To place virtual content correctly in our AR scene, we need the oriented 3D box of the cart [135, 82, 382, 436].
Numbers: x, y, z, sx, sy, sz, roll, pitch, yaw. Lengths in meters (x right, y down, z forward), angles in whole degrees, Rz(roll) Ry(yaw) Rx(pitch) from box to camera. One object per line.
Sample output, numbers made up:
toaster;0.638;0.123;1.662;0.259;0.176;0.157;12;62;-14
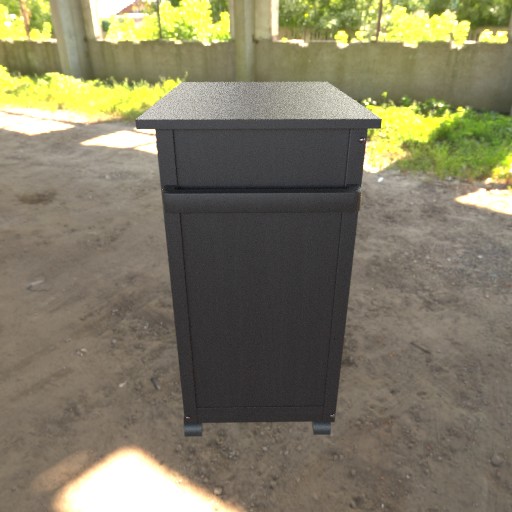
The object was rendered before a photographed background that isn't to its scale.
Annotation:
cart;0.000;0.000;1.287;0.456;0.879;0.660;0;27;-1
